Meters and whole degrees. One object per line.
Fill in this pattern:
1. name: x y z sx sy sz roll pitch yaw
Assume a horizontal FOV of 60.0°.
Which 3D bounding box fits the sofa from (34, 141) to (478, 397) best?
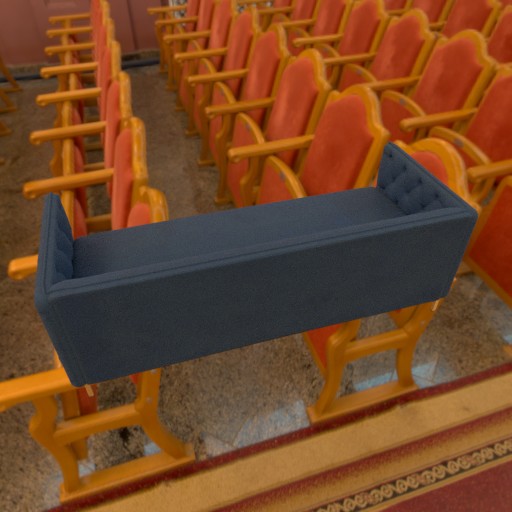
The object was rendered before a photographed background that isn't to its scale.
1. sofa: 0.000 0.000 2.596 2.209 0.771 0.895 -11 41 -13
